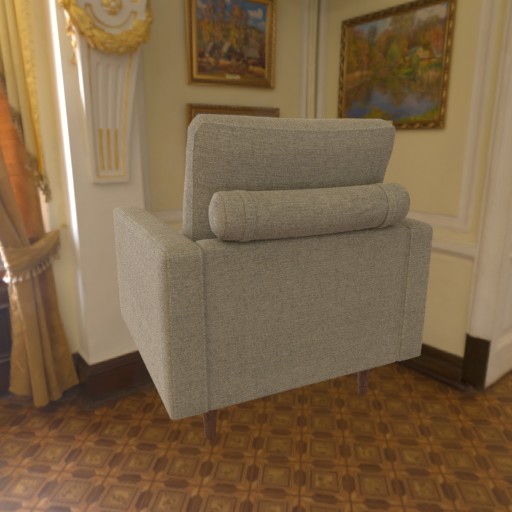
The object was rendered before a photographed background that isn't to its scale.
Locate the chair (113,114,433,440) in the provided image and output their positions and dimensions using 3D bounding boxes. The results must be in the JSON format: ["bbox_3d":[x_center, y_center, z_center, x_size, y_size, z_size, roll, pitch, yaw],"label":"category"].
[{"bbox_3d":[0.000,0.000,1.508,0.821,0.880,0.843,-7,16,-24],"label":"chair"}]
